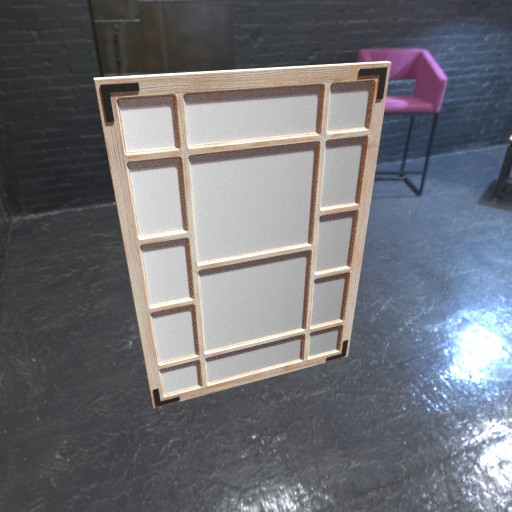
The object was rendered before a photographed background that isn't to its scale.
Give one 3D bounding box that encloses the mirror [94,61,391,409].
[{"bbox_3d":[0.000,0.000,1.267,0.705,0.996,0.025,-10,33,-16],"label":"mirror"}]
